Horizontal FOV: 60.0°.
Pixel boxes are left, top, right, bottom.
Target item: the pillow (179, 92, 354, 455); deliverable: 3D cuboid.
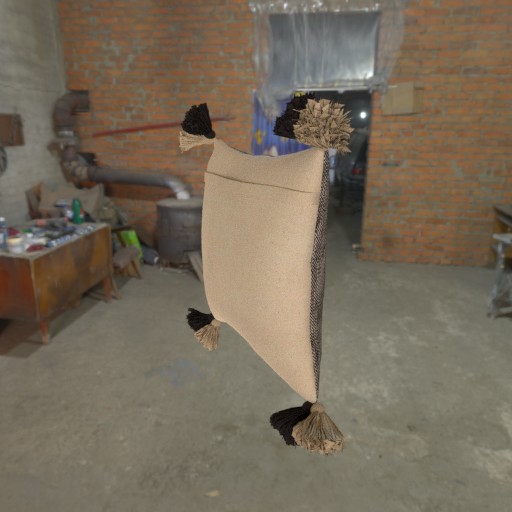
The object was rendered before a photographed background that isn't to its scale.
[{"bbox_3d":[0.000,0.000,0.971,0.170,0.659,0.654,-8,18,-26],"label":"pillow"}]
